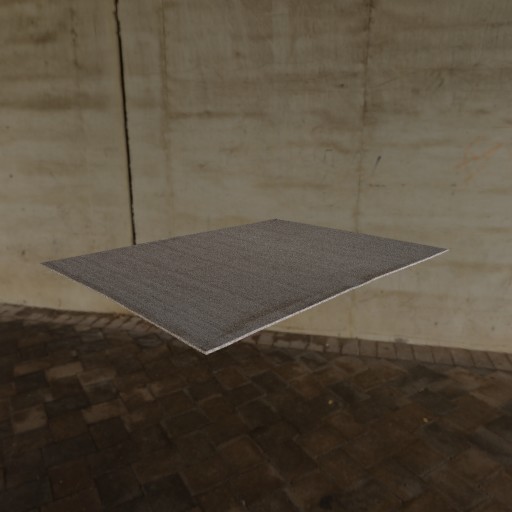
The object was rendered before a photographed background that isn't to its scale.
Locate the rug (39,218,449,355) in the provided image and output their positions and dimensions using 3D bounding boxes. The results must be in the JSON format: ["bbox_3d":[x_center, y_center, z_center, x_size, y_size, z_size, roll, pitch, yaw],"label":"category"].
[{"bbox_3d":[0.000,0.000,5.084,3.778,0.053,2.873,-15,21,-43],"label":"rug"}]
